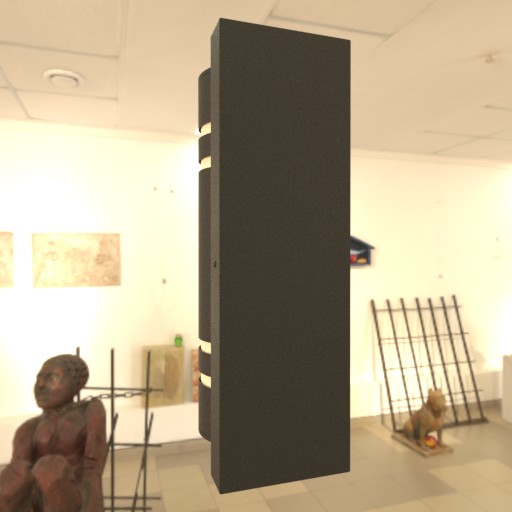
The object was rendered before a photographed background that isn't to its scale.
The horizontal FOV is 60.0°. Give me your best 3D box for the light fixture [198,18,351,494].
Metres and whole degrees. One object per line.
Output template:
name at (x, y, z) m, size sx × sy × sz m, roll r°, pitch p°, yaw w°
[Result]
light fixture at (0.000, 0.000, 0.394) m, size 0.105 × 0.330 × 0.149 m, roll 0°, pitch 0°, yaw -18°
